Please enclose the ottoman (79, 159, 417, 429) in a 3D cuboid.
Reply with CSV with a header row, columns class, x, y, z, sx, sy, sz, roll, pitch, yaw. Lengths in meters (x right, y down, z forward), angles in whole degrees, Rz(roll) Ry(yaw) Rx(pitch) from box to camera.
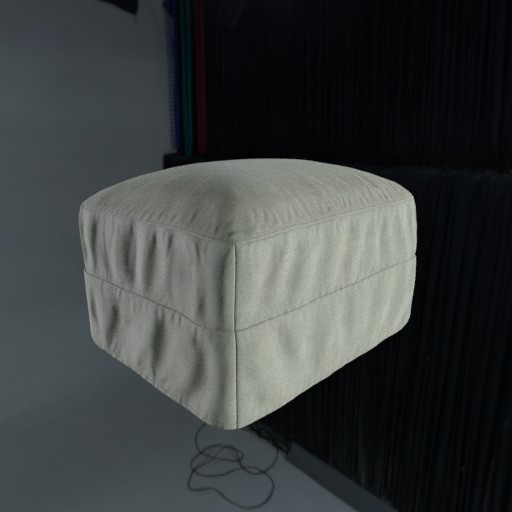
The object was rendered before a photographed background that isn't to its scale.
class,x,y,z,sx,sy,sz,roll,pitch,yaw
ottoman,0.000,0.000,1.124,0.584,0.480,0.712,14,20,43
